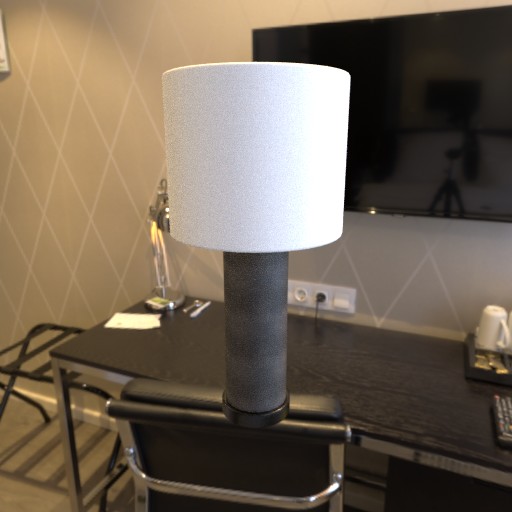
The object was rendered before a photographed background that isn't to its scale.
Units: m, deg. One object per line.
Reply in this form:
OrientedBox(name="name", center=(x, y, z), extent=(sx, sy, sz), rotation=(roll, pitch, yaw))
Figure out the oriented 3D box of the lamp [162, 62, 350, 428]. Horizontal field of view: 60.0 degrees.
OrientedBox(name="lamp", center=(0.000, 0.000, 0.813), extent=(0.305, 0.634, 0.305), rotation=(-2, 15, -7))
